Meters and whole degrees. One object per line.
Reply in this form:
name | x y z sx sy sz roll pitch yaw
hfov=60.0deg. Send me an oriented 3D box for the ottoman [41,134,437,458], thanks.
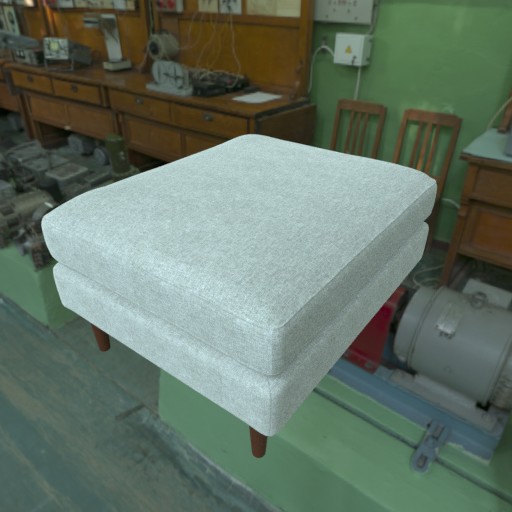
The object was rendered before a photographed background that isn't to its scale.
ottoman | 0.000 0.000 1.231 0.693 0.474 0.821 22 38 31
